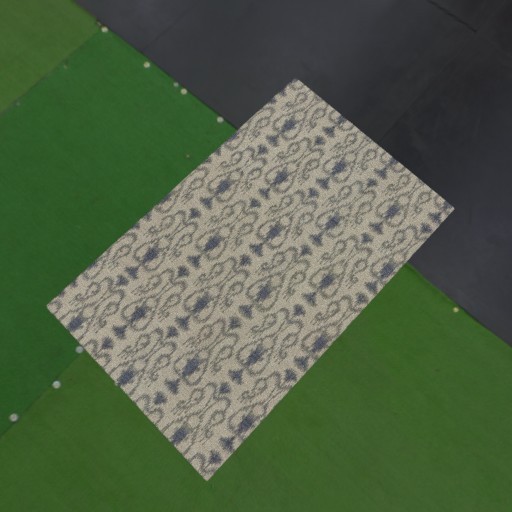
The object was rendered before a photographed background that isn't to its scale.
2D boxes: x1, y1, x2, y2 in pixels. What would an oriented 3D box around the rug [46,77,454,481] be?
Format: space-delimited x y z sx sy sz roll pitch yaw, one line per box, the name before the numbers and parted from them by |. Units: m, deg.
rug | 0.000 0.000 2.049 1.035 0.006 1.652 43 79 10
